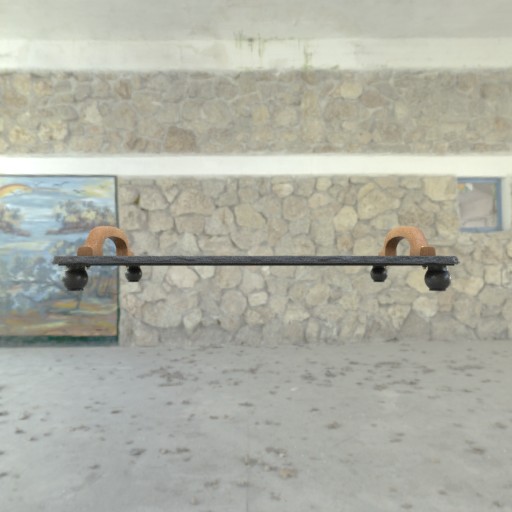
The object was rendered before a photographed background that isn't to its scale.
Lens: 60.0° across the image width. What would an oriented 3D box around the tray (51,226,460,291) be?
[{"bbox_3d":[0.000,0.000,0.466,0.387,0.062,0.231,0,-1,0],"label":"tray"}]
